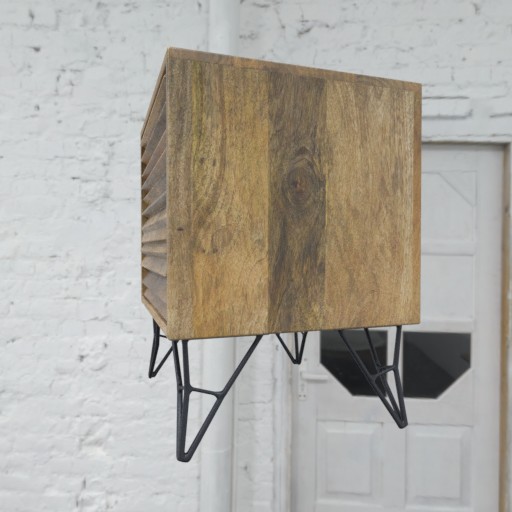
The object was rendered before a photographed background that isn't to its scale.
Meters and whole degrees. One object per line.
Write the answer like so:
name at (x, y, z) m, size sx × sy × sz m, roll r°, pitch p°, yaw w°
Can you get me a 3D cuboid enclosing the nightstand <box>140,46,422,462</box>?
nightstand at (0.000, 0.000, 0.863) m, size 0.406 × 0.559 × 0.457 m, roll 0°, pitch 1°, yaw -19°
